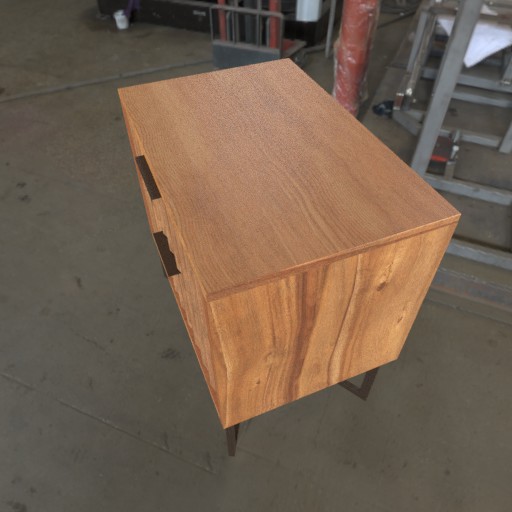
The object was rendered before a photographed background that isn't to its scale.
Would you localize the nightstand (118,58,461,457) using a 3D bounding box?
[{"bbox_3d":[0.000,0.000,1.038,0.427,0.615,0.613,-17,49,-15],"label":"nightstand"}]
